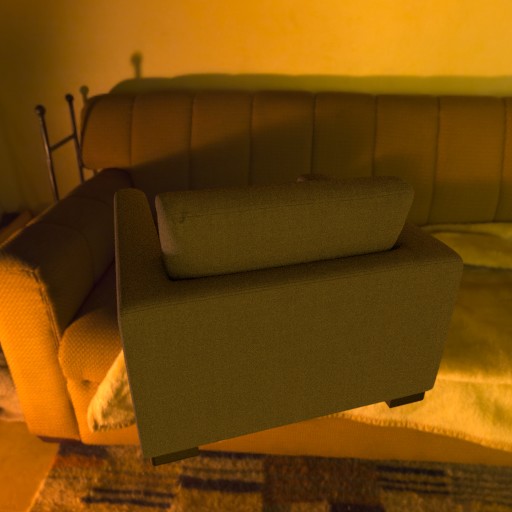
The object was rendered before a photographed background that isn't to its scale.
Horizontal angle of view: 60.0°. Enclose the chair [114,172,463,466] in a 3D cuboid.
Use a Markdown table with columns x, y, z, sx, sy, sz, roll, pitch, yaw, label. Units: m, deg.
| x | y | z | sx | sy | sz | roll | pitch | yaw | label |
| --- | --- | --- | --- | --- | --- | --- | --- | --- | --- |
| 0.000 | 0.000 | 1.810 | 1.070 | 0.847 | 1.100 | -8 | 28 | -15 | chair |
